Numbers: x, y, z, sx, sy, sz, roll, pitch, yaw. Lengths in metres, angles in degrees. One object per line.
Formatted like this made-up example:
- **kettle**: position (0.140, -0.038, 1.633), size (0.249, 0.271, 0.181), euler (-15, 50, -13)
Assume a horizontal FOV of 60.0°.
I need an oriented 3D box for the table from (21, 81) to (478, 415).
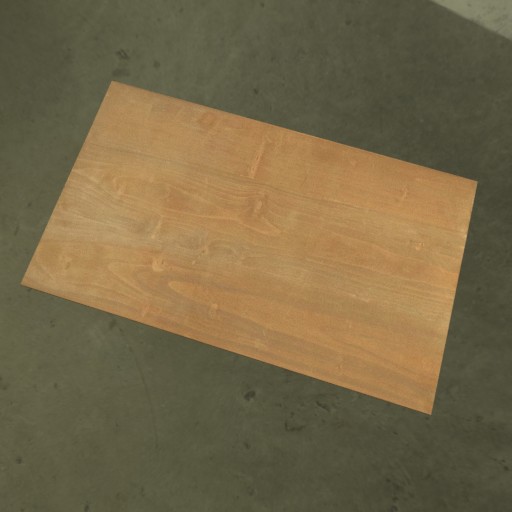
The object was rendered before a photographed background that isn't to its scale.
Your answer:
- **table**: position (0.000, 0.000, 2.138), size (1.609, 0.780, 0.946), euler (17, 76, 4)
